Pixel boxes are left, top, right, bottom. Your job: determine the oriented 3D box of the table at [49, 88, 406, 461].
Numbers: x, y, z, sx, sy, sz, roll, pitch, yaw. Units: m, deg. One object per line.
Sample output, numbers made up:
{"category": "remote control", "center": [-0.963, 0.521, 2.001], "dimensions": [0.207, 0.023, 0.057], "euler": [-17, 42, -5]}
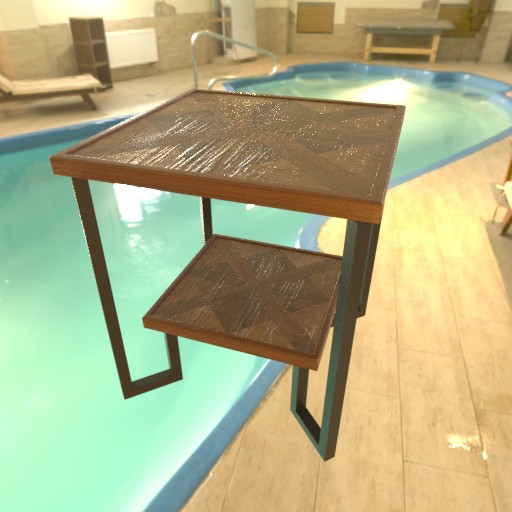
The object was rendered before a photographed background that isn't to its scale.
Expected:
{"category": "table", "center": [0.000, 0.000, 0.964], "dimensions": [0.503, 0.563, 0.503], "euler": [11, 34, 16]}
